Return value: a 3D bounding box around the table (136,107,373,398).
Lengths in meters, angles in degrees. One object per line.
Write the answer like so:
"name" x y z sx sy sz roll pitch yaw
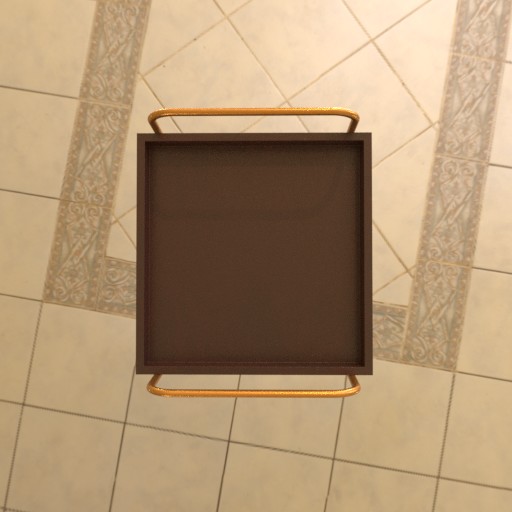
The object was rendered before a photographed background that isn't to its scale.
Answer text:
"table" 0.000 0.000 1.003 0.430 0.710 0.430 0 89 1
